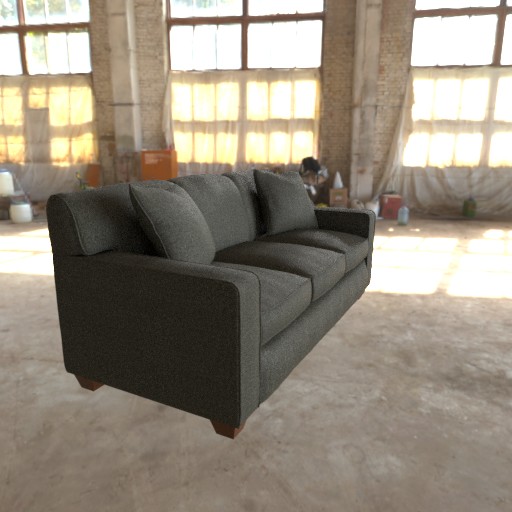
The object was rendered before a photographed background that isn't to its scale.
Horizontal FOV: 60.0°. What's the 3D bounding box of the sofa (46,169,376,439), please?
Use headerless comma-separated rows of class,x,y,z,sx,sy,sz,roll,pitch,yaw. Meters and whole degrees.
sofa,0.000,0.000,2.616,0.997,0.958,2.024,7,16,27
